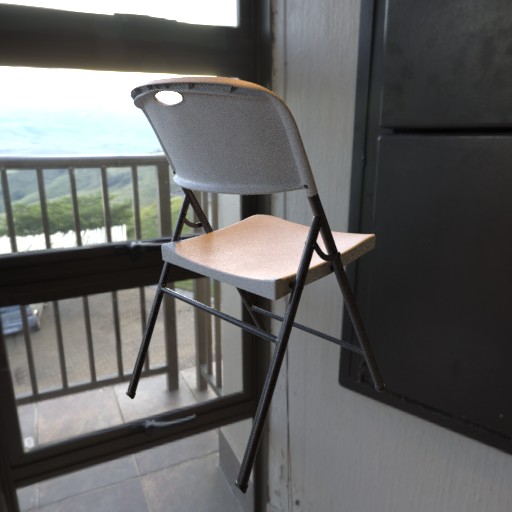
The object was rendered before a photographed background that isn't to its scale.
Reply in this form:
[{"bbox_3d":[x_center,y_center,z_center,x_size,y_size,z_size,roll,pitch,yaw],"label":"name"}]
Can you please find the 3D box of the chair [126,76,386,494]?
[{"bbox_3d":[0.000,0.000,1.142,0.566,0.810,0.494,-14,21,-42],"label":"chair"}]
